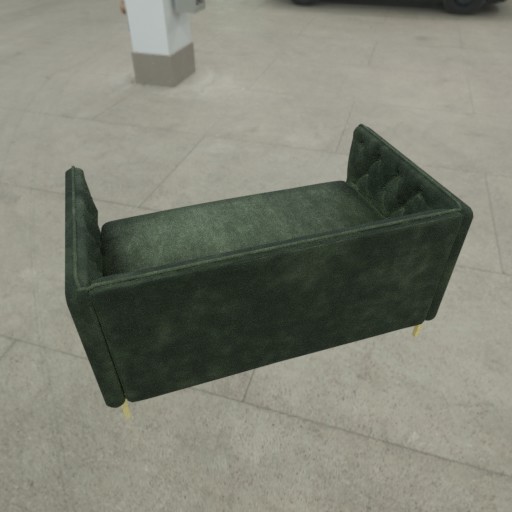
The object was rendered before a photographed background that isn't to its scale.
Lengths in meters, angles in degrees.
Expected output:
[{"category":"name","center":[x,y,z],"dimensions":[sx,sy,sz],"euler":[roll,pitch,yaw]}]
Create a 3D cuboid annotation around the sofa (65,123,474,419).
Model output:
[{"category":"sofa","center":[0.000,0.000,2.075],"dimensions":[1.537,0.768,0.895],"euler":[-12,41,-14]}]
